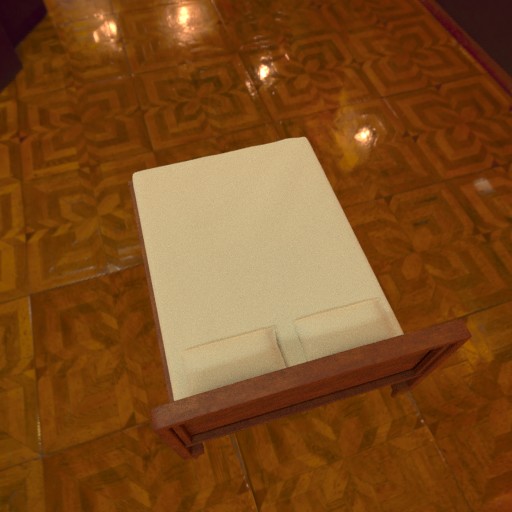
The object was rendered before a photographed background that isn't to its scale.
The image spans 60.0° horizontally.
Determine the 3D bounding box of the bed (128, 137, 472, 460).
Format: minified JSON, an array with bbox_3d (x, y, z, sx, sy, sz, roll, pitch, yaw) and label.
[{"bbox_3d":[0.000,0.000,3.128,1.587,1.275,2.196,-14,59,-8],"label":"bed"}]
